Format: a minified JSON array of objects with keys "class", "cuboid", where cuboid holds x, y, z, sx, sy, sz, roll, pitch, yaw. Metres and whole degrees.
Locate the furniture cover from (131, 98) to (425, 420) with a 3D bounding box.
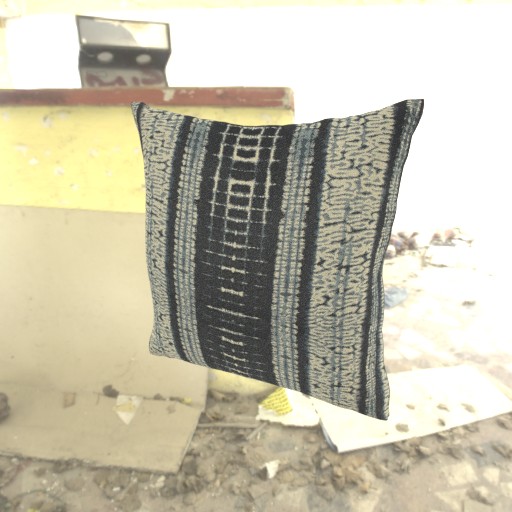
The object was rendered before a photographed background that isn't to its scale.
[{"class":"furniture cover","cuboid":[0.000,0.000,0.654,0.425,0.435,0.133,8,19,25]}]
